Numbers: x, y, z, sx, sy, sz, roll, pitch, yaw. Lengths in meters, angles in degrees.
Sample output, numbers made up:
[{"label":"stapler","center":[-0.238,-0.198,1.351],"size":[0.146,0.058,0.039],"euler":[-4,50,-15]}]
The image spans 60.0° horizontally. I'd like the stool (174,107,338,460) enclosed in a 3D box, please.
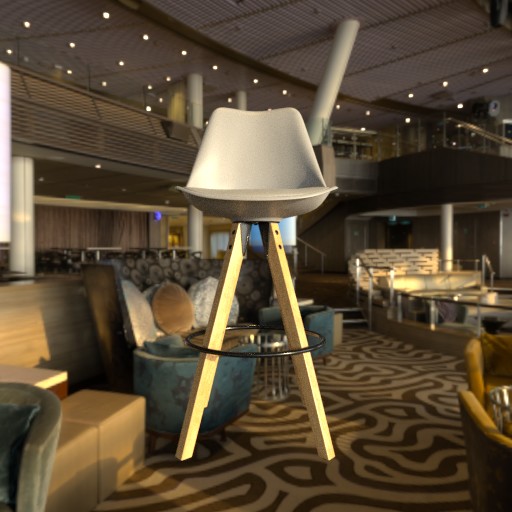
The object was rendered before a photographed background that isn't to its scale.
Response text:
[{"label":"stool","center":[0.000,0.000,1.439],"size":[0.485,1.115,0.550],"euler":[0,1,0]}]
